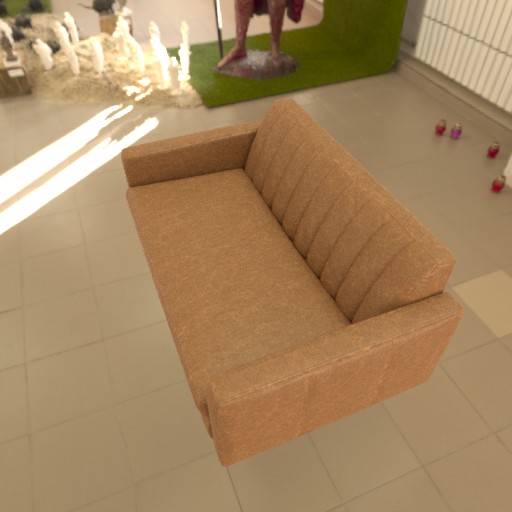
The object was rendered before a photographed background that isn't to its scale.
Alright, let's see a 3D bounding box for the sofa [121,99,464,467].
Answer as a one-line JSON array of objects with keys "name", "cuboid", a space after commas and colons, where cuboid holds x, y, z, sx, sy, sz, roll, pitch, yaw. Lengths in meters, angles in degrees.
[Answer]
[{"name": "sofa", "cuboid": [0.000, 0.000, 2.071, 0.960, 0.820, 1.549, -16, 47, -16]}]
